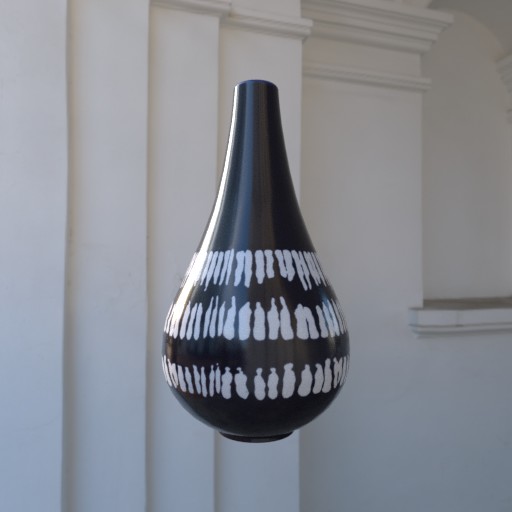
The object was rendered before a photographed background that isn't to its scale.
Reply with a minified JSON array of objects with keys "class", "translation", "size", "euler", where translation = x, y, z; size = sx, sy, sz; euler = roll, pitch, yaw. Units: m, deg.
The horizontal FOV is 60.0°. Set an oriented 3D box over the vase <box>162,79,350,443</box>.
[{"class":"vase","translation":[0.000,0.000,0.383],"size":[0.159,0.295,0.159],"euler":[0,-2,0]}]
